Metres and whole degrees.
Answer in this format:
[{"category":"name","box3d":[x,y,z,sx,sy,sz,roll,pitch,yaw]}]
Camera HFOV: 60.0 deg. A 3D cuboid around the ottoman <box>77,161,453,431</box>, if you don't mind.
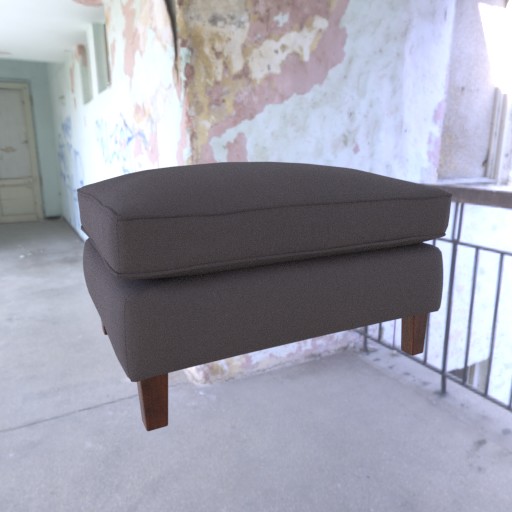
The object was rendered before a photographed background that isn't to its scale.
[{"category":"ottoman","box3d":[0.000,0.000,0.978,0.686,0.406,0.508,-7,16,-26]}]
